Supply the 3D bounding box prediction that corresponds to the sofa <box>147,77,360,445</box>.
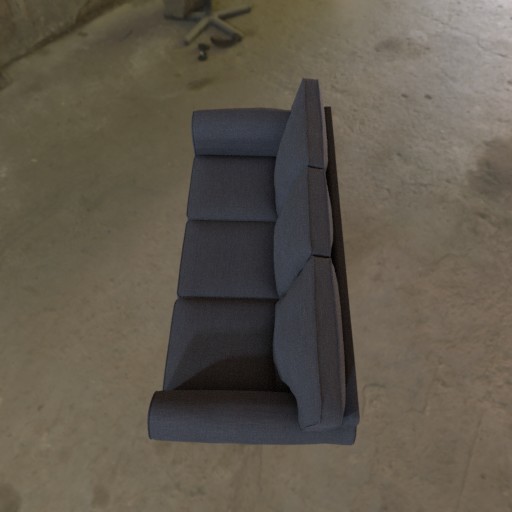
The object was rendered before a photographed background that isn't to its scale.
[{"bbox_3d":[0.000,0.000,2.574,0.909,0.966,2.084,1,58,1],"label":"sofa"}]
